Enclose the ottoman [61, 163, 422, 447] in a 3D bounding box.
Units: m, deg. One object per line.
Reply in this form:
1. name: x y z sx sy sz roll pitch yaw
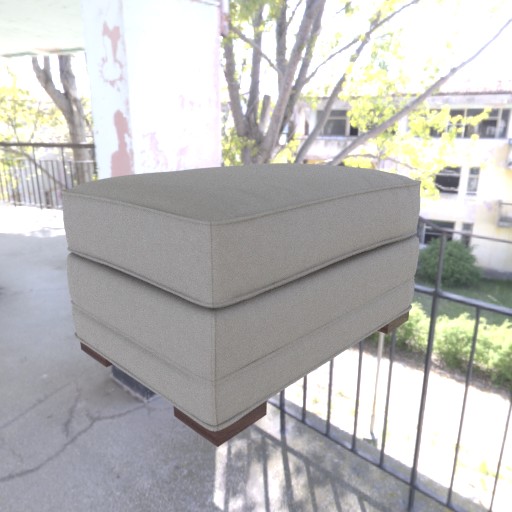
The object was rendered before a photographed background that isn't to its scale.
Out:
1. ottoman: 0.000 0.000 1.241 0.611 0.482 0.848 15 22 42
